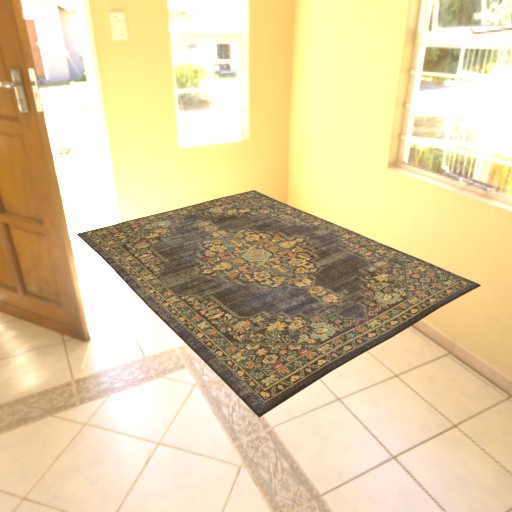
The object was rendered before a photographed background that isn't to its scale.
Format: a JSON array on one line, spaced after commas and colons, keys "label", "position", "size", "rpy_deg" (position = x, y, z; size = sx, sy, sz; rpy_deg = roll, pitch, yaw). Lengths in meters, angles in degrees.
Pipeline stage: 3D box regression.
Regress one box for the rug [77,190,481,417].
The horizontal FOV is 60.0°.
[{"label": "rug", "position": [0.000, 0.000, 4.816], "size": [2.716, 0.035, 3.612], "rpy_deg": [-19, 32, -33]}]
